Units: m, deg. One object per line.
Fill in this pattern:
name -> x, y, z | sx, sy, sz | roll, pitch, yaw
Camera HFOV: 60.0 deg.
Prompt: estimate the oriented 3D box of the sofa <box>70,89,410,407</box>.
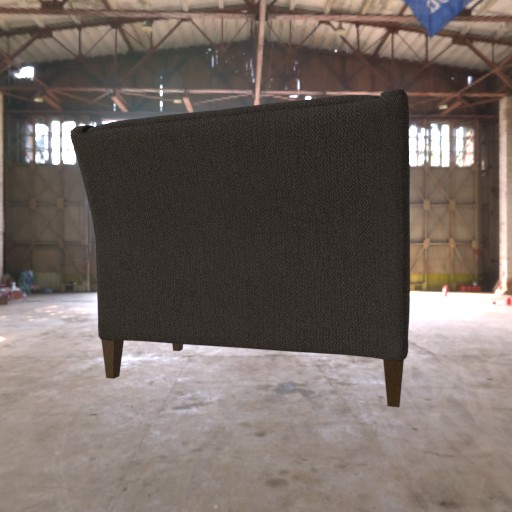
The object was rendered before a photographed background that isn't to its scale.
sofa -> 0.000, 0.000, 1.895 | 1.242, 1.022, 0.873 | 0, 0, 18
